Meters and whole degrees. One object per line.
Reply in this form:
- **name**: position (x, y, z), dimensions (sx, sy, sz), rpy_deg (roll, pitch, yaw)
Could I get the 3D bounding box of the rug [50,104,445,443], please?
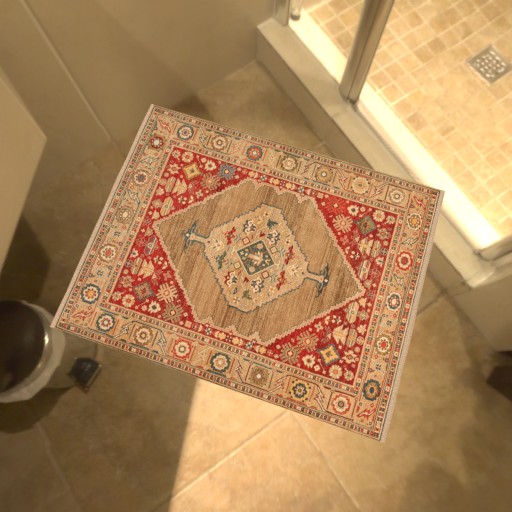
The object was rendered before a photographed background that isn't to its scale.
- **rug**: position (0.000, 0.000, 4.205), dimensions (3.143, 0.008, 2.451), rpy_deg (18, 75, 5)
